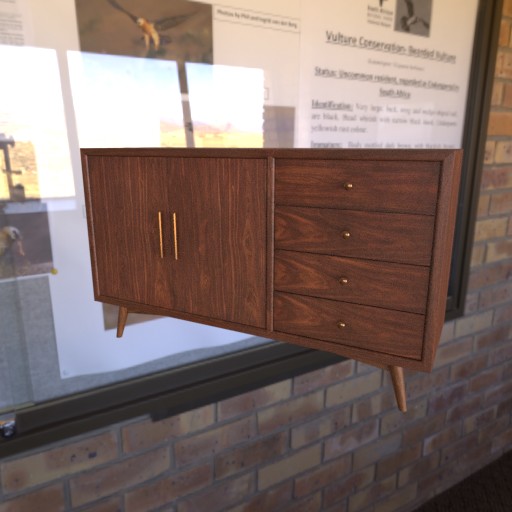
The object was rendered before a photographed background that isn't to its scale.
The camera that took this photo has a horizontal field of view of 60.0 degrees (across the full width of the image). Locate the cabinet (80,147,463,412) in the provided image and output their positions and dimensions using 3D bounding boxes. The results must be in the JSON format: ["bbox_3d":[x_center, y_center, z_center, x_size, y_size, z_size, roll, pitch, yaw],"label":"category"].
[{"bbox_3d":[0.000,0.000,1.991,1.575,0.940,0.505,7,16,26],"label":"cabinet"}]
